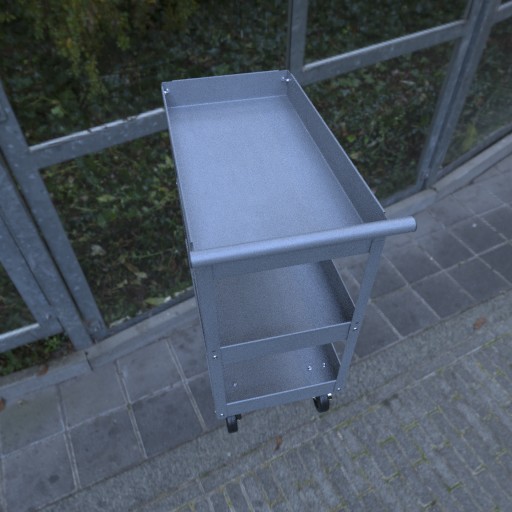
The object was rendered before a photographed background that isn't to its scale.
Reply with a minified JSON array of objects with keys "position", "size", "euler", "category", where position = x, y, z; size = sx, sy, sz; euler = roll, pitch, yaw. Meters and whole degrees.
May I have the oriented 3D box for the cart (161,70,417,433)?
[{"position":[0.000,0.000,1.199],"size":[0.366,0.780,0.719],"euler":[-9,46,-9],"category":"cart"}]
